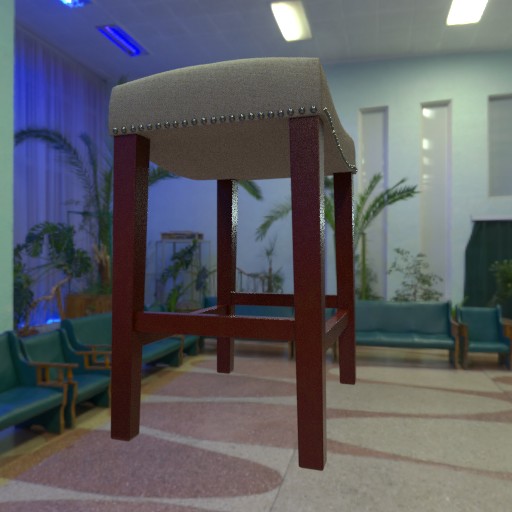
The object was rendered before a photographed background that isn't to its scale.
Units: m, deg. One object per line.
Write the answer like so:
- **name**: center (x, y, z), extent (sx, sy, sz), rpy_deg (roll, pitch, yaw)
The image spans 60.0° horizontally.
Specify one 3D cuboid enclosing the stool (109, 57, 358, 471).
- **stool**: center (0.000, 0.000, 0.934), extent (0.375, 0.632, 0.509), rpy_deg (0, 0, 18)
